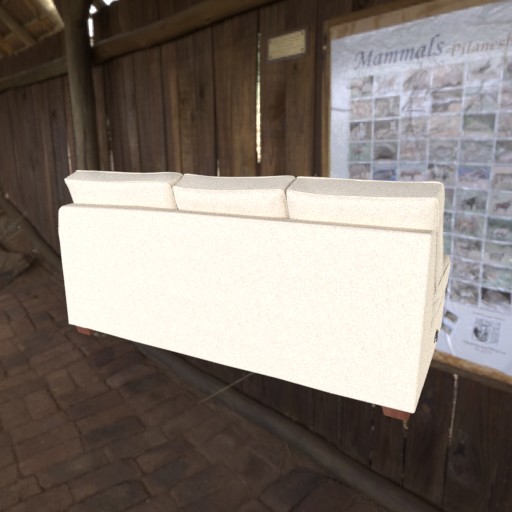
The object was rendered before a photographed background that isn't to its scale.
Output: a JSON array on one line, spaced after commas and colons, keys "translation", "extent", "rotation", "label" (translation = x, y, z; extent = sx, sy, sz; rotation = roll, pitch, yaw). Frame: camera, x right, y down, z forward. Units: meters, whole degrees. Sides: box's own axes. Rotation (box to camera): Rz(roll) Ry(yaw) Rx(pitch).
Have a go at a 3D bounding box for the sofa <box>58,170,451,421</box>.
[{"translation": [0.000, 0.000, 2.481], "extent": [1.963, 0.946, 1.034], "rotation": [7, 16, 27], "label": "sofa"}]
